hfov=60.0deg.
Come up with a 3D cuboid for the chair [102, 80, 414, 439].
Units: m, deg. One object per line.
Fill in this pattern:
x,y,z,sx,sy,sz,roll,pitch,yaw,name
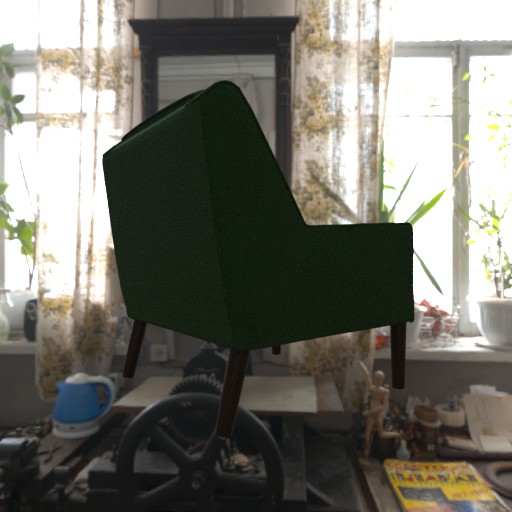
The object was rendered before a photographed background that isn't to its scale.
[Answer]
0.000,0.000,1.361,0.743,0.792,0.663,0,0,-36,chair
